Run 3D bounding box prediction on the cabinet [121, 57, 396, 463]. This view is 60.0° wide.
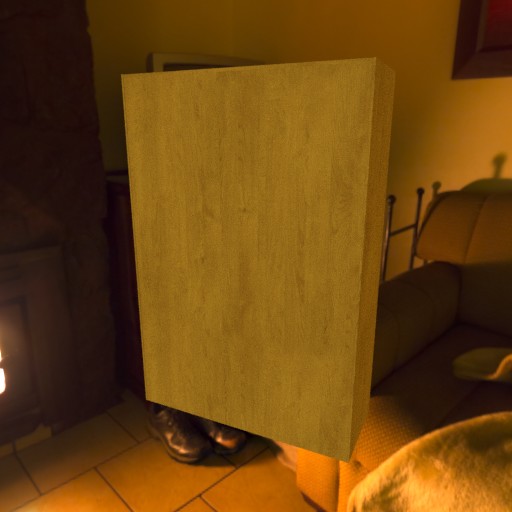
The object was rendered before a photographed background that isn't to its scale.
[{"bbox_3d":[0.000,0.000,2.489,1.290,1.910,0.510,7,17,25],"label":"cabinet"}]
